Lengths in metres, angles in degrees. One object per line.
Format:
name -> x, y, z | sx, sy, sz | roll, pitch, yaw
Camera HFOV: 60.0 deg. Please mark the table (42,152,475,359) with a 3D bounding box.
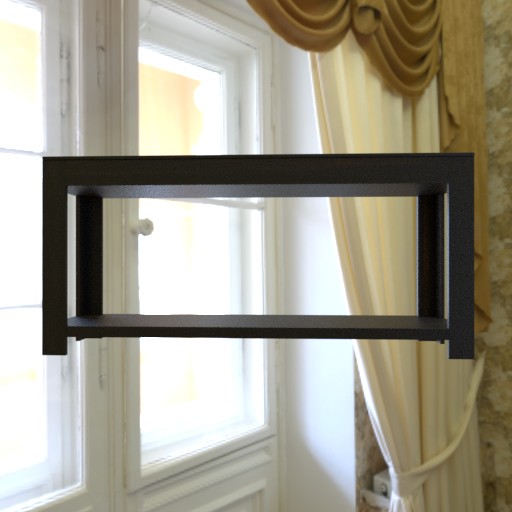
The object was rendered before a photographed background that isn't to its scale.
table -> 0.000, 0.000, 1.854 | 1.631, 0.762, 0.384 | 0, 0, 2
